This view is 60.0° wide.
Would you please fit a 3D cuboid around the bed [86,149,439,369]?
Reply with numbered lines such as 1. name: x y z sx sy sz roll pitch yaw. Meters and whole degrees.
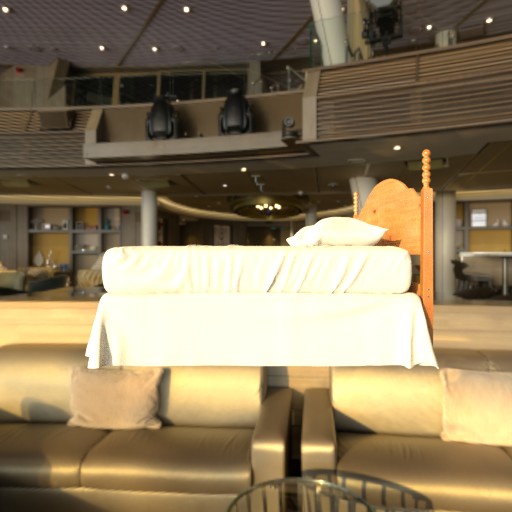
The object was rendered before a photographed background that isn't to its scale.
1. bed: 0.000 0.000 3.726 2.219 1.355 2.322 0 0 -1
